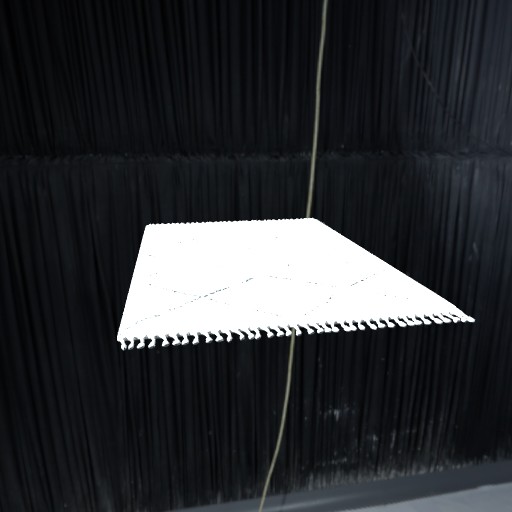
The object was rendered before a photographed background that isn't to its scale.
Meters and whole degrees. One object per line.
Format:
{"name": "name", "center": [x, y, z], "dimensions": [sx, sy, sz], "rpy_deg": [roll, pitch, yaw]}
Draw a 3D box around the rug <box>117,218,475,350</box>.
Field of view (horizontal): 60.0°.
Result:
{"name": "rug", "center": [0.000, 0.000, 2.863], "dimensions": [1.494, 0.031, 2.307], "rpy_deg": [-3, 16, -10]}
